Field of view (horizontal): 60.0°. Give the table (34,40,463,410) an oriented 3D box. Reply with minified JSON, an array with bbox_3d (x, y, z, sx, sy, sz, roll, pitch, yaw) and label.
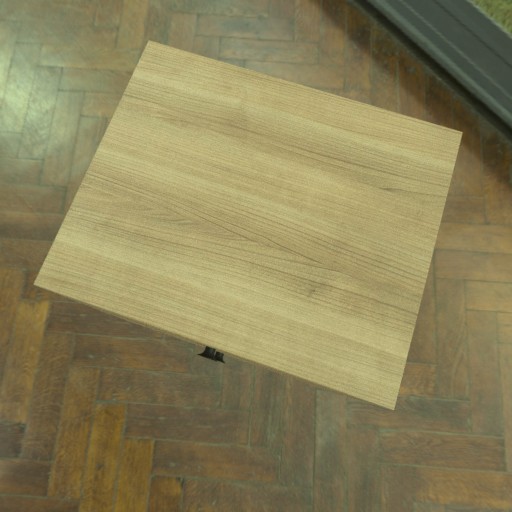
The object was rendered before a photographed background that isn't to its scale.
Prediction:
[{"bbox_3d":[0.000,0.000,0.777,0.445,0.460,0.380,18,76,5],"label":"table"}]
